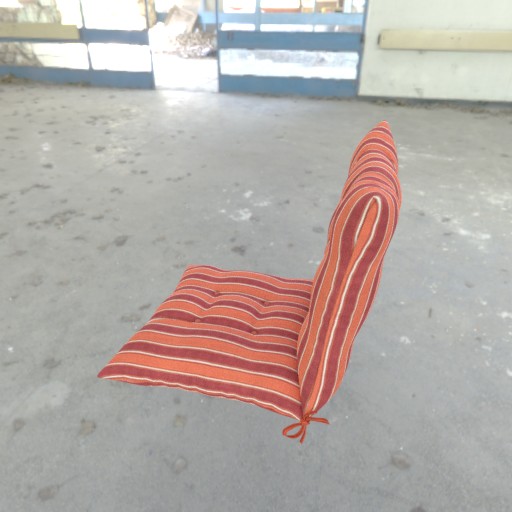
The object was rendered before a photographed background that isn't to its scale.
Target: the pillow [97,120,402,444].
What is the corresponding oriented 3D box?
[{"bbox_3d":[0.000,0.000,1.009,0.585,0.536,0.541,8,31,14],"label":"pillow"}]
